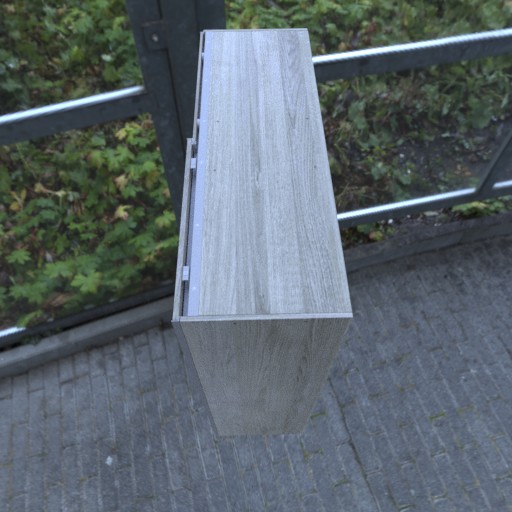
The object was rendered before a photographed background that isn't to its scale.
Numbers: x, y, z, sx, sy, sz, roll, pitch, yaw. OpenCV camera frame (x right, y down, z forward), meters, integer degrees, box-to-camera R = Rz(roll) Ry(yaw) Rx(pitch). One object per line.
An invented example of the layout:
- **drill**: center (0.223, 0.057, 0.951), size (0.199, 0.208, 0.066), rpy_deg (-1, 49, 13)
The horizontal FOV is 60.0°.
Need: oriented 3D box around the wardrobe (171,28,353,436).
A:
- **wardrobe**: center (0.000, 0.000, 2.829), size (0.629, 1.960, 1.780), rpy_deg (-1, 57, -1)
